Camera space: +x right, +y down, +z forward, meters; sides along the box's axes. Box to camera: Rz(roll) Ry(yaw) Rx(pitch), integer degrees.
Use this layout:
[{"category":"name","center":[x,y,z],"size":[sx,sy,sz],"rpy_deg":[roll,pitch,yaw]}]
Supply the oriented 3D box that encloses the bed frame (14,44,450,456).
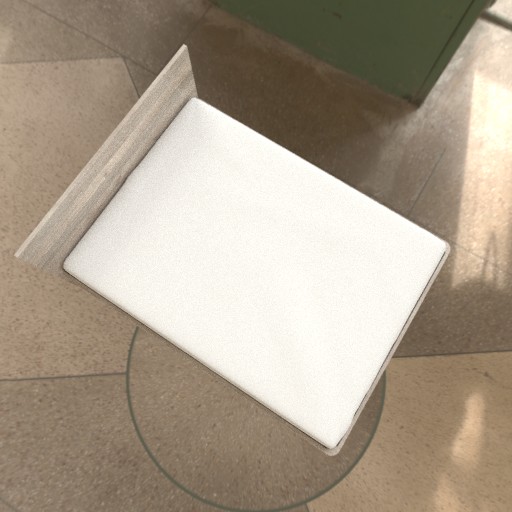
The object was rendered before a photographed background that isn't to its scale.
[{"category":"bed frame","center":[0.000,0.000,2.649],"size":[1.950,0.800,1.490],"rpy_deg":[32,78,8]}]
